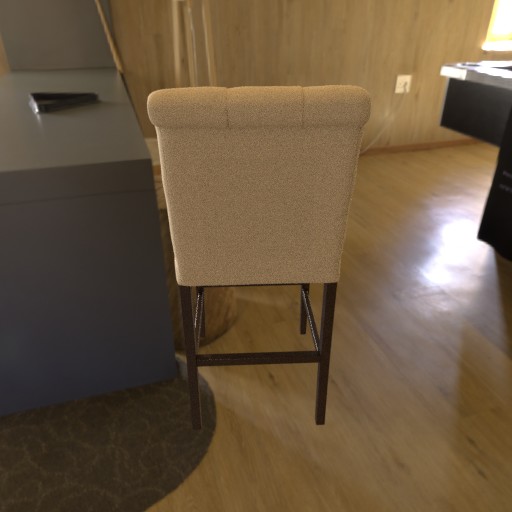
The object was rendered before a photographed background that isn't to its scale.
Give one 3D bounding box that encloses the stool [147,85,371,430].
[{"bbox_3d":[0.000,0.000,1.427,0.482,1.118,0.610,-1,30,-2],"label":"stool"}]
